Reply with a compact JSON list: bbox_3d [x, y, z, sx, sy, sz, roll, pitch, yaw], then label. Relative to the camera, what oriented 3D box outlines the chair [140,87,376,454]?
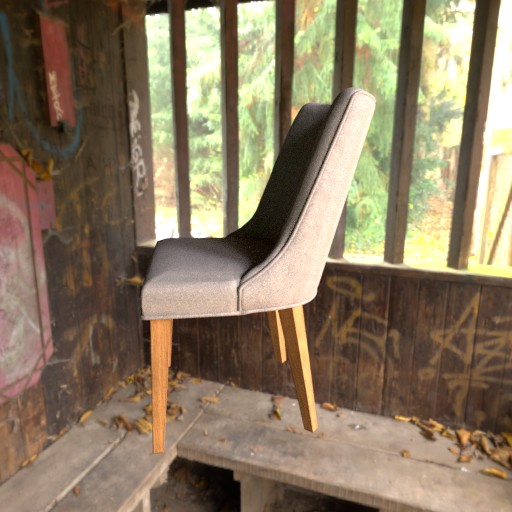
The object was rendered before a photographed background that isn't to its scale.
[{"bbox_3d":[0.000,0.000,1.330,0.636,0.916,0.548,-2,14,-8],"label":"chair"}]
